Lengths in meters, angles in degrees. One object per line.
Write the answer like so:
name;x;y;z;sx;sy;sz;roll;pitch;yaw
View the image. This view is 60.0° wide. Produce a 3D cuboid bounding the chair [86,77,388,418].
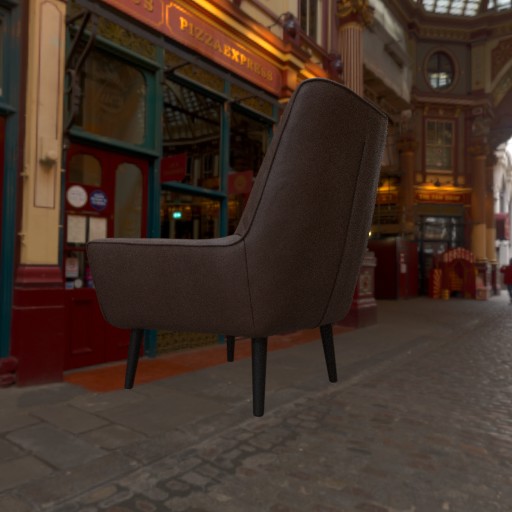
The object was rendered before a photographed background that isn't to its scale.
chair;0.000;0.000;1.493;0.824;0.888;0.787;-1;-2;37
